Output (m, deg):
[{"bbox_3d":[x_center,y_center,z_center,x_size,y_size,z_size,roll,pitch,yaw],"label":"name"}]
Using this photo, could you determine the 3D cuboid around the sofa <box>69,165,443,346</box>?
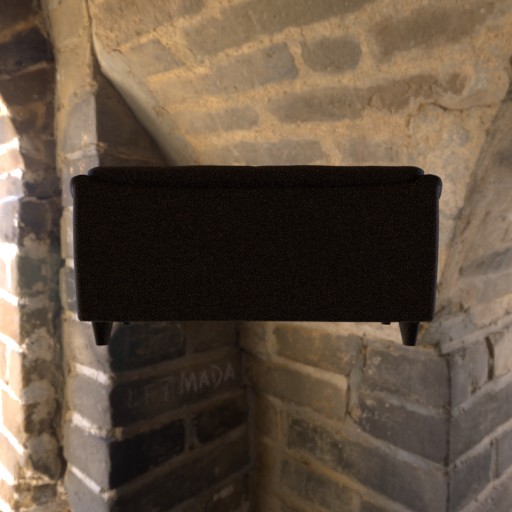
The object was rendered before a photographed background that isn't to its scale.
[{"bbox_3d":[0.000,0.000,2.293,1.849,0.790,0.887,0,0,0],"label":"sofa"}]
